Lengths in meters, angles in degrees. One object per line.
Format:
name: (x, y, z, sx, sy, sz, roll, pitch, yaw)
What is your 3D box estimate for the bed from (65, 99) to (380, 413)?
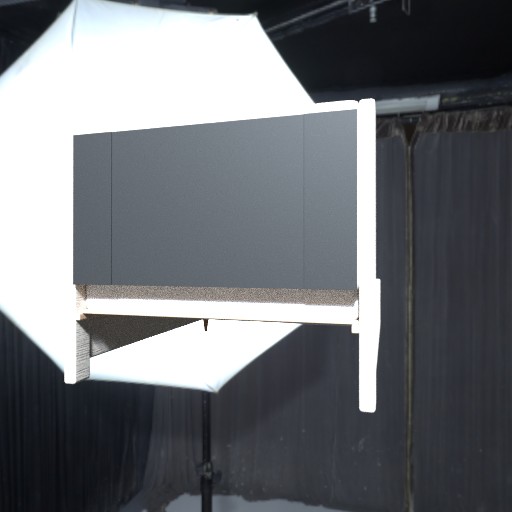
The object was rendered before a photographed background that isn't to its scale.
bed: (0.000, 0.000, 3.834, 2.045, 1.743, 2.370, 0, 0, 16)
